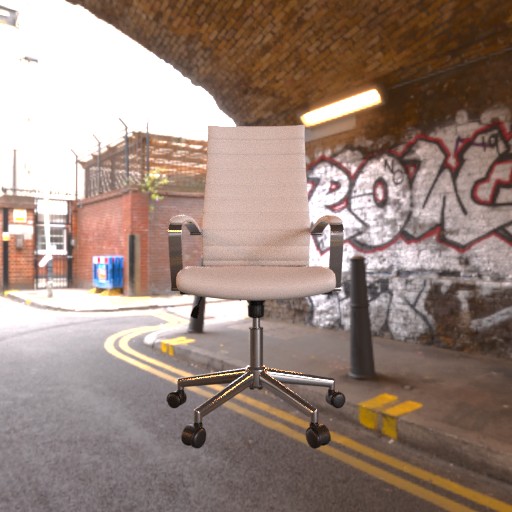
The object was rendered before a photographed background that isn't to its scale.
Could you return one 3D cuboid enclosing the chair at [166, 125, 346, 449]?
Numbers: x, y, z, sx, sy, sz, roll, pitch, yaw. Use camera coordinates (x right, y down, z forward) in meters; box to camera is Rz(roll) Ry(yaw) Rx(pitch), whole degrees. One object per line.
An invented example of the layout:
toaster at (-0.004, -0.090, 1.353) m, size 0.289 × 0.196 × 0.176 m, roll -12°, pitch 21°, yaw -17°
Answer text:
chair at (0.000, 0.000, 1.640) m, size 0.679 × 1.149 × 0.679 m, roll 0°, pitch 0°, yaw 0°
